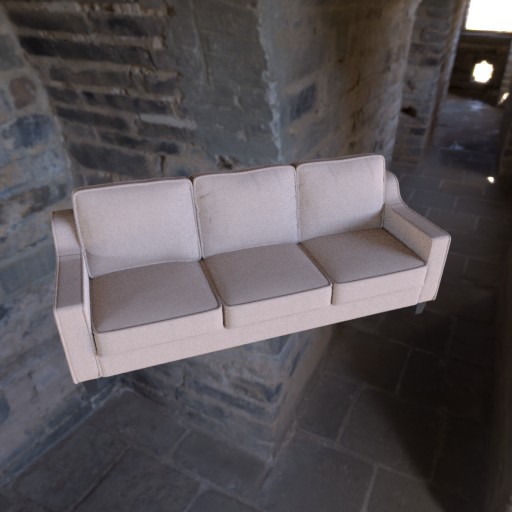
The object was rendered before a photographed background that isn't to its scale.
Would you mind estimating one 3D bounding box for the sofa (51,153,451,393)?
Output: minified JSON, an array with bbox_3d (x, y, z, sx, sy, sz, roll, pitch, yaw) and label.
[{"bbox_3d":[0.000,0.000,2.587,2.131,0.902,0.791,-10,32,-16],"label":"sofa"}]
